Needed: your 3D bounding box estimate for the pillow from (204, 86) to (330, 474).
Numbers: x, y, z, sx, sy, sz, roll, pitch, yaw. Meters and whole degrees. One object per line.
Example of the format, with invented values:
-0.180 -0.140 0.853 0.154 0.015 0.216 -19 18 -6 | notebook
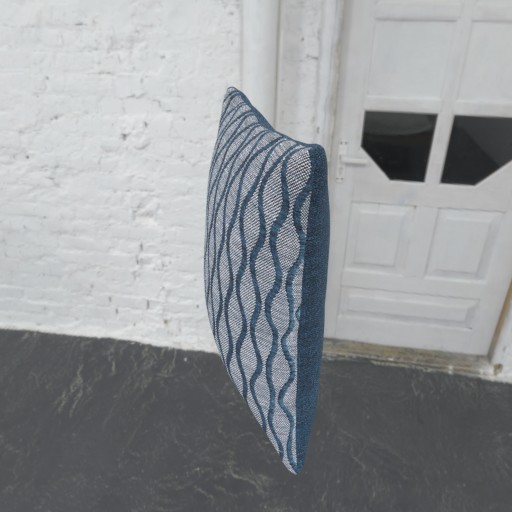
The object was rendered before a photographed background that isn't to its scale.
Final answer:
0.000 0.000 0.667 0.159 0.435 0.435 -7 29 -12 | pillow
